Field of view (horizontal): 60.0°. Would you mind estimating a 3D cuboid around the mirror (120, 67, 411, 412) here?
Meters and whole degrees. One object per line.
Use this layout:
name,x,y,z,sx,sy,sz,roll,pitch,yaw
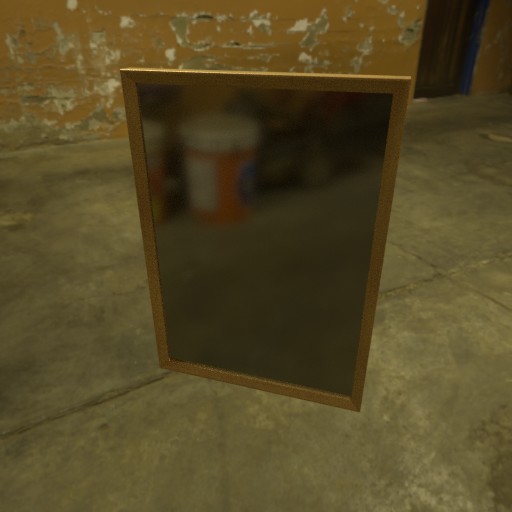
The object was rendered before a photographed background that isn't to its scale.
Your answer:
mirror,0.000,0.000,0.924,0.507,0.710,0.039,8,29,15
